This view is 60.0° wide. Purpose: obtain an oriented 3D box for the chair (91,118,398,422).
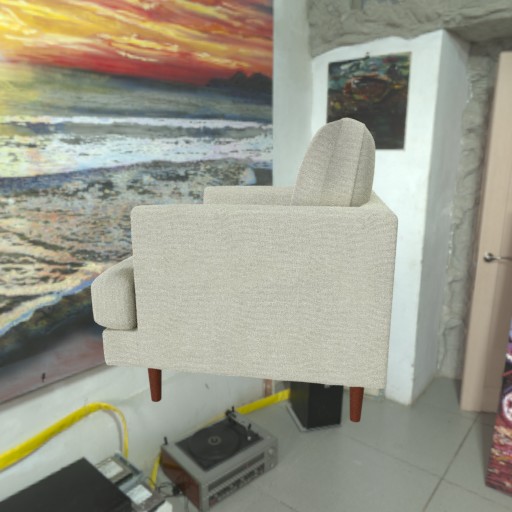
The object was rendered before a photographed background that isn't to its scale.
[{"bbox_3d":[0.000,0.000,1.662,0.899,0.957,0.858,2,14,10],"label":"chair"}]
